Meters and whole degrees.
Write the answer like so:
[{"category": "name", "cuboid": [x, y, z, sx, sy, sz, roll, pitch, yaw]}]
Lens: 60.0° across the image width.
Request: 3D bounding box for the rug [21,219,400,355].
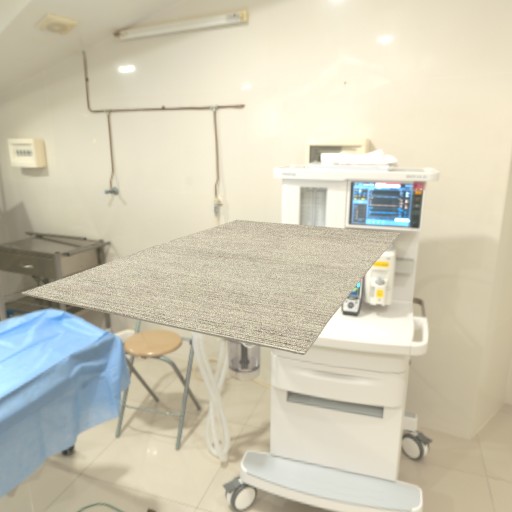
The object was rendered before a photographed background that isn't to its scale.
[{"category": "rug", "cuboid": [0.000, 0.000, 2.256, 1.162, 0.022, 1.804, 7, 16, 25]}]
